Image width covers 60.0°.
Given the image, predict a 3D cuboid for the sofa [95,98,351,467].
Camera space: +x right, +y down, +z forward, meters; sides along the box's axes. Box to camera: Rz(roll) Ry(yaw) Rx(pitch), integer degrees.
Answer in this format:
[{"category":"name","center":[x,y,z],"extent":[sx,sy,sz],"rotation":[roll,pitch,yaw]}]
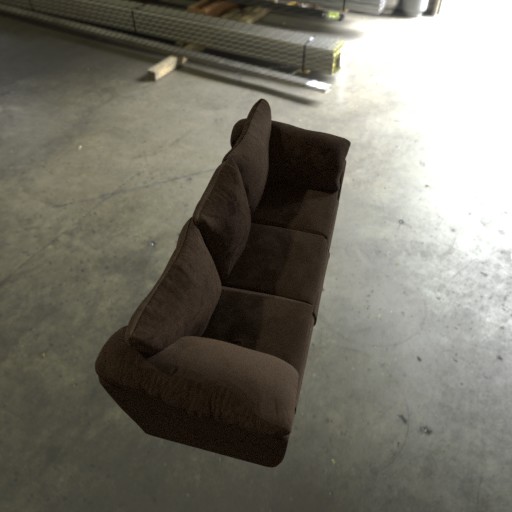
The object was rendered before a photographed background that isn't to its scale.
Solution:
[{"category":"sofa","center":[0.000,0.000,2.750],"extent":[0.878,1.015,2.336],"rotation":[10,46,10]}]
